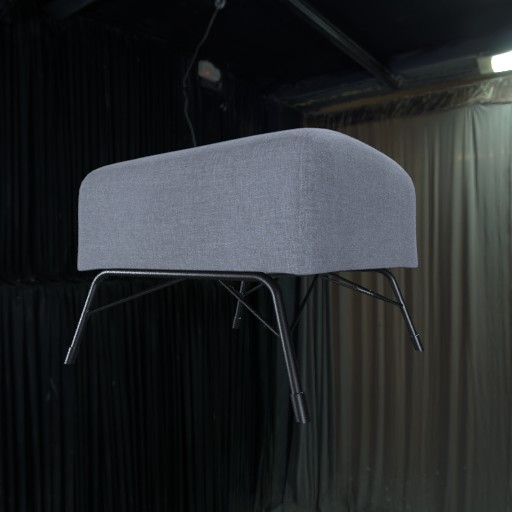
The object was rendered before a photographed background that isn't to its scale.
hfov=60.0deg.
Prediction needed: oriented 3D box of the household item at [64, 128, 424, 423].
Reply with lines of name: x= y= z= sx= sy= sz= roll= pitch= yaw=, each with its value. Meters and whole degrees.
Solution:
household item: x=0.000 y=0.000 z=0.907 sx=0.530 sy=0.410 sz=0.530 roll=0 pitch=0 yaw=36
